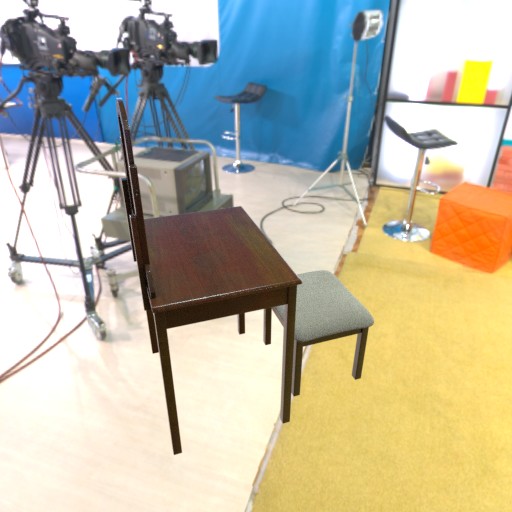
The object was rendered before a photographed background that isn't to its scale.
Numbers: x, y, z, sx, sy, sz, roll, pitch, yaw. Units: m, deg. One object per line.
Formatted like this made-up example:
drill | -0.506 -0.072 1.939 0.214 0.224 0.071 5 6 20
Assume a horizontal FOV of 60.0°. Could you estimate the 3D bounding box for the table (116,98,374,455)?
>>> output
table | 0.000 0.000 2.313 1.211 1.631 0.876 -10 31 -17
